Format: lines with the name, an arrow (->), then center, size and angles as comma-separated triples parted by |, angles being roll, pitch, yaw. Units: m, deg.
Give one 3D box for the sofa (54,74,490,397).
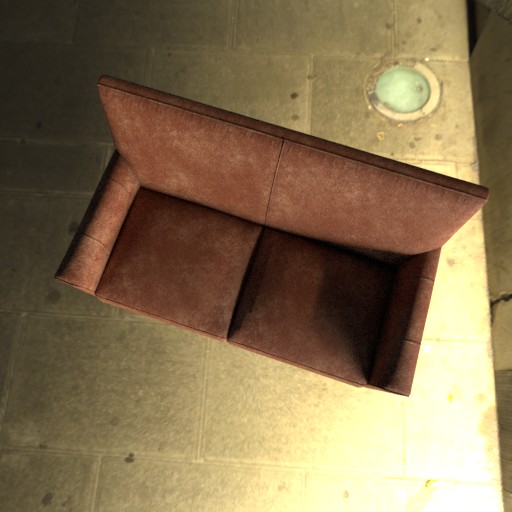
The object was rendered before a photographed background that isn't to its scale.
sofa -> 0.000, 0.000, 1.934 | 1.473, 0.871, 0.787 | 18, 77, 4
